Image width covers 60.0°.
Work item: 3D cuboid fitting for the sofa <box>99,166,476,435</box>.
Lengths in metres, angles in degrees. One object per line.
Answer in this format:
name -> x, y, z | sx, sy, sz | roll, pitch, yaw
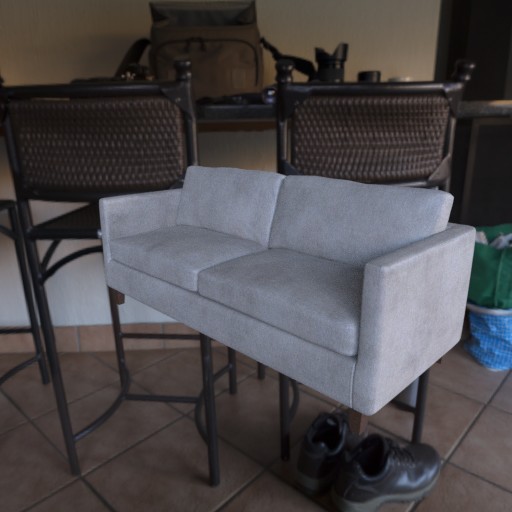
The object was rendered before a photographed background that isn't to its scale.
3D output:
sofa -> 0.000, 0.000, 2.703 | 2.208, 0.965, 0.951 | 16, 23, 42
